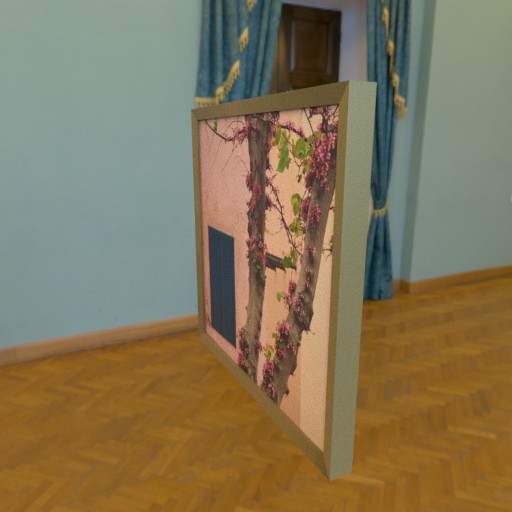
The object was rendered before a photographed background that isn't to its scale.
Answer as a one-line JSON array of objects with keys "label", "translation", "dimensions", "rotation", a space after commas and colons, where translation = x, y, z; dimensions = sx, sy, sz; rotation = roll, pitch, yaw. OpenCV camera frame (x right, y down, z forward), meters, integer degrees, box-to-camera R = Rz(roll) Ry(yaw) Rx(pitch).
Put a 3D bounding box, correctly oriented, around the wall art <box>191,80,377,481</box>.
[{"label": "wall art", "translation": [0.000, 0.000, 0.762], "dimensions": [0.038, 0.508, 0.507], "rotation": [-7, 16, -26]}]
